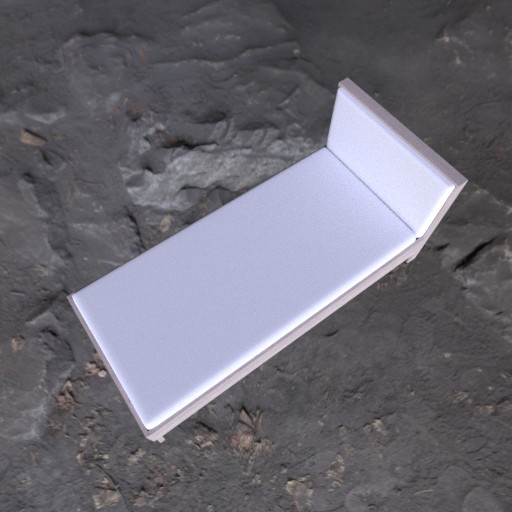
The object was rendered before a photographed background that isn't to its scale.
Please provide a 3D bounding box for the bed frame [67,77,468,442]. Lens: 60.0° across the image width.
[{"bbox_3d":[0.000,0.000,2.718,2.140,0.920,0.990,-33,67,-16],"label":"bed frame"}]
